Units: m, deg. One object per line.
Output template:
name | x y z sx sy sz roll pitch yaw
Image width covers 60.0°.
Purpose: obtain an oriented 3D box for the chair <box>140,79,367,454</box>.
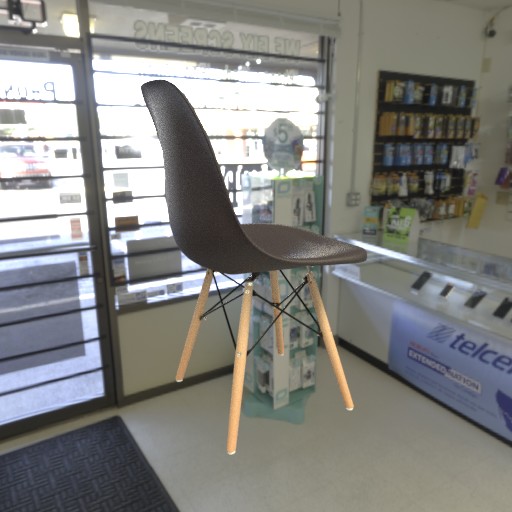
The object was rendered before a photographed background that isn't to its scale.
chair | 0.000 0.000 1.161 0.533 0.825 0.470 -8 17 -27
